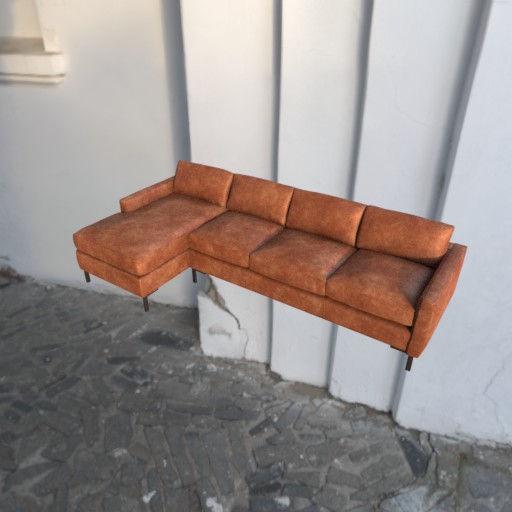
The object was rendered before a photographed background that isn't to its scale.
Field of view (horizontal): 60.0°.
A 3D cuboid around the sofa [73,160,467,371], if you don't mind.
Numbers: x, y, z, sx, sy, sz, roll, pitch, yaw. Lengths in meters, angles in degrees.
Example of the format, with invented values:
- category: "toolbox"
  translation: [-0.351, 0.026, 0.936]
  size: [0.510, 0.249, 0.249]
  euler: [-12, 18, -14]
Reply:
- category: "sofa"
  translation: [0.000, 0.000, 3.742]
  size: [2.993, 0.859, 1.471]
  euler: [19, 35, 29]
